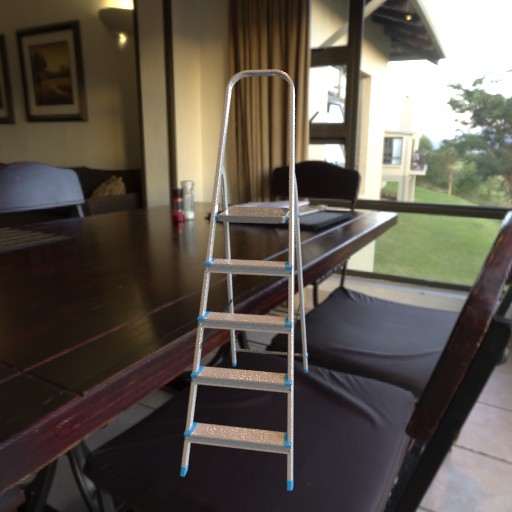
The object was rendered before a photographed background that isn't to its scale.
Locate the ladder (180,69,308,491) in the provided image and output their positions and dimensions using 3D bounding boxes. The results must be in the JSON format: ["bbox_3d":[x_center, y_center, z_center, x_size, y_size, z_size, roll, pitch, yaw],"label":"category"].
[{"bbox_3d":[0.000,0.000,2.060,0.468,1.648,0.990,2,14,10],"label":"ladder"}]
